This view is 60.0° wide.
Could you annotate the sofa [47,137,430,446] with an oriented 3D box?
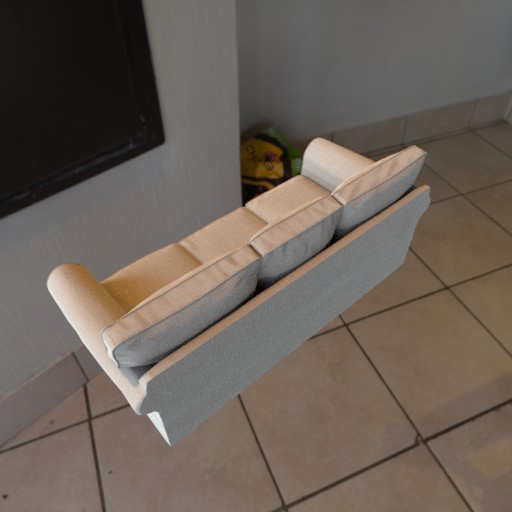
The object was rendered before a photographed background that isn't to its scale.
[{"bbox_3d":[0.000,0.000,2.586,2.084,0.961,0.916,-32,53,-28],"label":"sofa"}]
